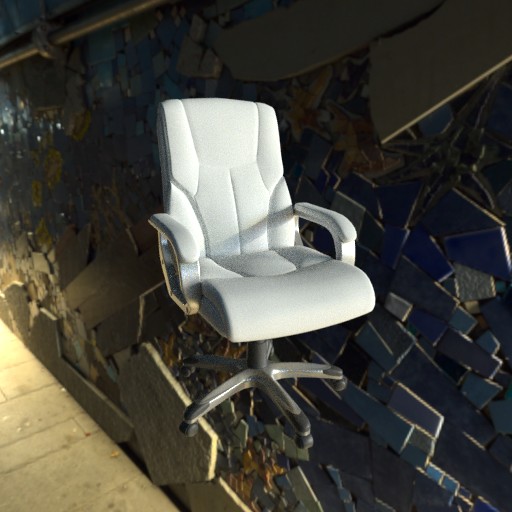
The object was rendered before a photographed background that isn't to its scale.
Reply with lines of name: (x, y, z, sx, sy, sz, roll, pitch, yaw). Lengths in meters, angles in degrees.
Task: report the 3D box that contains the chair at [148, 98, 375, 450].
chair: (0.000, 0.000, 1.593, 0.687, 1.120, 0.738, -8, 17, -26)
